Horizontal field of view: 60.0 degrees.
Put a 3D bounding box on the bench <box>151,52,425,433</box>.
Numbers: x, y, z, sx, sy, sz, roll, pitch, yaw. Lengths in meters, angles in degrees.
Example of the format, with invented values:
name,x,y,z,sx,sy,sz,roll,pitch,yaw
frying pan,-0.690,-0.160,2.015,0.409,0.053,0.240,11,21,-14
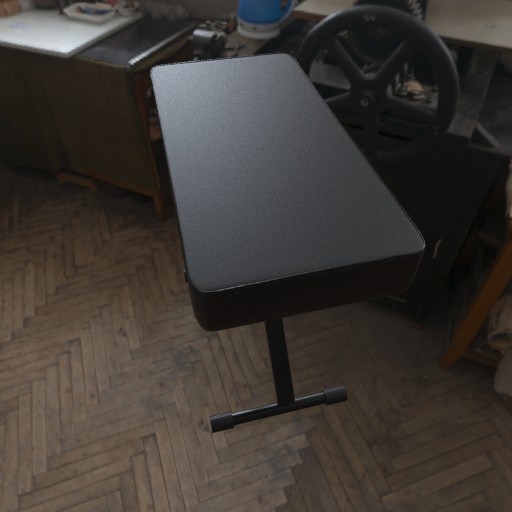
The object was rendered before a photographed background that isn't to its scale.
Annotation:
name,x,y,z,sx,sy,sz,roll,pitch,yaw
bench,0.000,0.000,0.910,0.300,0.561,0.600,-10,47,-9
